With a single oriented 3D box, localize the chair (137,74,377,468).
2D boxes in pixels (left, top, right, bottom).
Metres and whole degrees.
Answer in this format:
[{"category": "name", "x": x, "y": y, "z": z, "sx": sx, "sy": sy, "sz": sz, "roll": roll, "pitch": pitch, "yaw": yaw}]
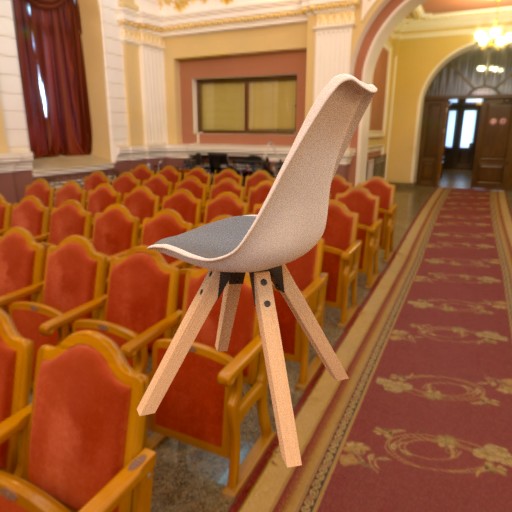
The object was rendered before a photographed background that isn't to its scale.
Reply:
[{"category": "chair", "x": 0.000, "y": 0.000, "z": 1.175, "sx": 0.550, "sy": 0.850, "sz": 0.485, "roll": 8, "pitch": 17, "yaw": 25}]
